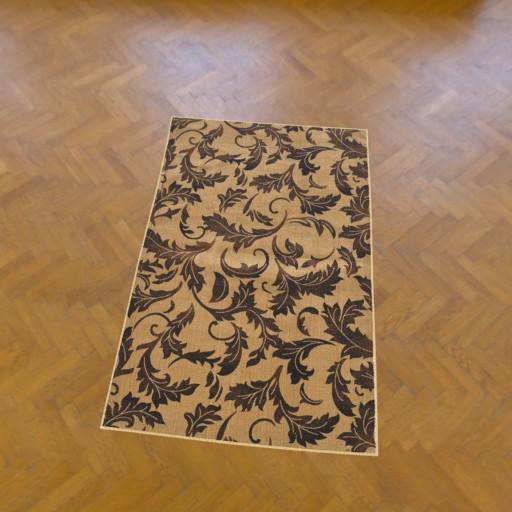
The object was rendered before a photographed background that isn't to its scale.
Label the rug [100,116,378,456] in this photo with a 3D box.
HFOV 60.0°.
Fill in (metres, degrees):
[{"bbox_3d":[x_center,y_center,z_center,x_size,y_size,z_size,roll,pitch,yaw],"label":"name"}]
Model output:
[{"bbox_3d":[0.000,0.000,2.896,1.522,0.008,2.284,4,64,2],"label":"rug"}]
